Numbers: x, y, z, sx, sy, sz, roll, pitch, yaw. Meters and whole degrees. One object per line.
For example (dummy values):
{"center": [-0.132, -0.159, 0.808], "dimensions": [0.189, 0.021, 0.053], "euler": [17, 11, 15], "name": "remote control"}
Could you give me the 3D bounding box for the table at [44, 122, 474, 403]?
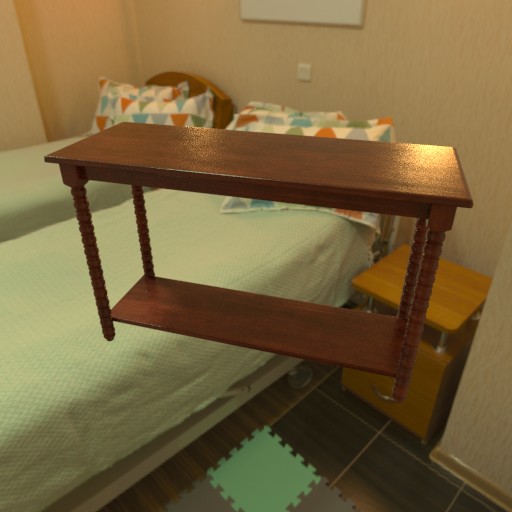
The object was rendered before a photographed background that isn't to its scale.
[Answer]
{"center": [0.000, 0.000, 1.538], "dimensions": [1.184, 0.740, 0.459], "euler": [8, 31, 14], "name": "table"}
